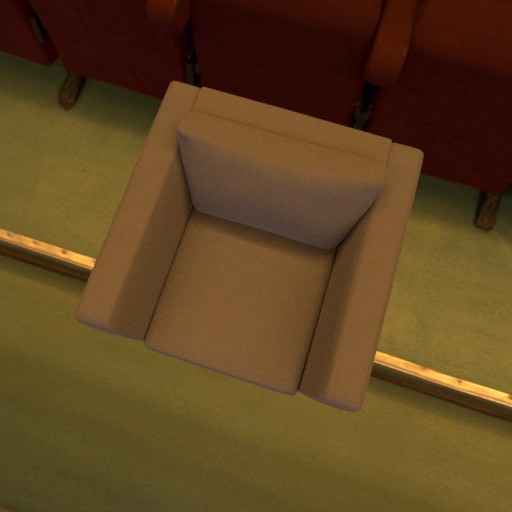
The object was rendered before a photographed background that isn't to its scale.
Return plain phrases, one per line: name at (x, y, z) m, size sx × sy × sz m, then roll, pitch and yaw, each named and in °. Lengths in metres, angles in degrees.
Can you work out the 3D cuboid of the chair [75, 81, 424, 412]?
chair at (0.000, 0.000, 1.737) m, size 1.000 × 0.860 × 0.930 m, roll 17°, pitch 77°, yaw 4°
